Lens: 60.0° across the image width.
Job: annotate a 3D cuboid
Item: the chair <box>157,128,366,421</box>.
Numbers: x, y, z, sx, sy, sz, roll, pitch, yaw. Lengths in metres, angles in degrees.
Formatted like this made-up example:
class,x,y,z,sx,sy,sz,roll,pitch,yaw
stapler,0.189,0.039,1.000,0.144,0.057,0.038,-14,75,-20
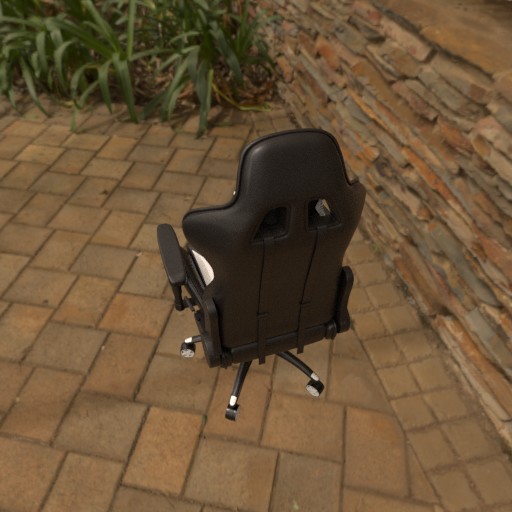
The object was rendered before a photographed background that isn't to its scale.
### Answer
class,x,y,z,sx,sy,sz,roll,pitch,yaw
chair,0.000,0.000,1.696,0.730,1.285,0.695,-12,44,-13
